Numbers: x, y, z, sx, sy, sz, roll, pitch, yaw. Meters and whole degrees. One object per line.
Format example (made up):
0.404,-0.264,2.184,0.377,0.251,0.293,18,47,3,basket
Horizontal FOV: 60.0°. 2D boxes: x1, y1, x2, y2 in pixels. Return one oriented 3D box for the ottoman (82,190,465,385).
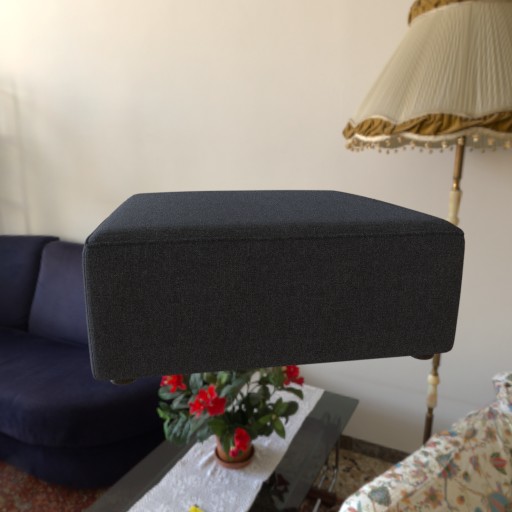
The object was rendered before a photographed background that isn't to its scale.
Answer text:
0.000,0.000,1.596,1.000,0.439,1.000,-2,14,-9,ottoman
